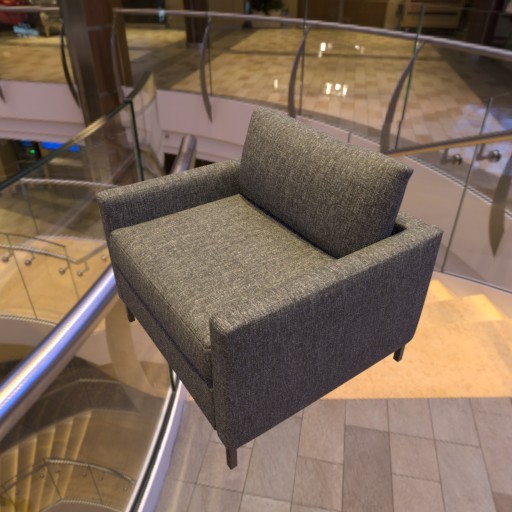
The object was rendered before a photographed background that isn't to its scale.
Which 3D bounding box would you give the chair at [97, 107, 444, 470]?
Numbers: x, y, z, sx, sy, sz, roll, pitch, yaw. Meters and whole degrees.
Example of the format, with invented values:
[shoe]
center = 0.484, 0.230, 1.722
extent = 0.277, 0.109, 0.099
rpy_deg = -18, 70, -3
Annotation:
[chair]
center = 0.000, 0.000, 1.659
extent = 0.866, 0.861, 0.963
rpy_deg = -21, 39, -29
